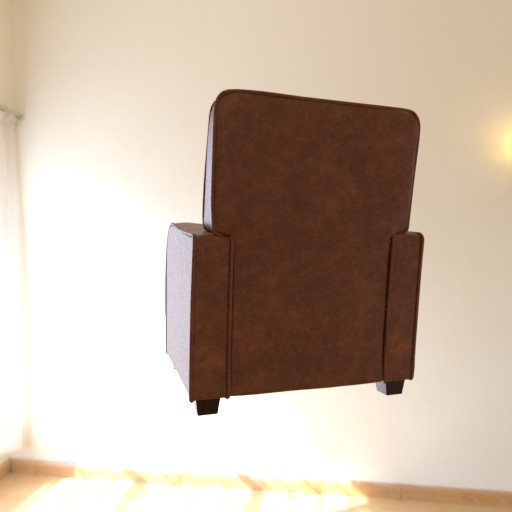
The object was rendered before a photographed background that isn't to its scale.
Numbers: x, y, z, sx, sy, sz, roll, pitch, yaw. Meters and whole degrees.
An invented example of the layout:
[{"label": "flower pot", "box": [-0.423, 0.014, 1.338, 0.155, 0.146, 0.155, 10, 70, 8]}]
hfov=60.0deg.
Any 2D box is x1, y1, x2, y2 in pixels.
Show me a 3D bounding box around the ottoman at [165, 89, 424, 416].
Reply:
[{"label": "ottoman", "box": [0.000, 0.000, 1.850, 0.732, 0.904, 1.314, 0, 0, -17]}]
